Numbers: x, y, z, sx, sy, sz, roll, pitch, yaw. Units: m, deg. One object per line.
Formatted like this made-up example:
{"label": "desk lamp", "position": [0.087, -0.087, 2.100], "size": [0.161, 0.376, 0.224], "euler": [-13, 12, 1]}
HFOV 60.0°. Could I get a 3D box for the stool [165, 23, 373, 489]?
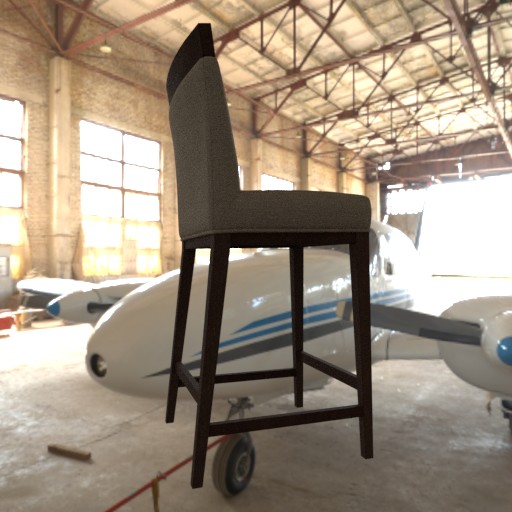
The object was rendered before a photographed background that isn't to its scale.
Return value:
{"label": "stool", "position": [0.000, 0.000, 1.368], "size": [0.531, 1.117, 0.511], "euler": [0, -1, -19]}
